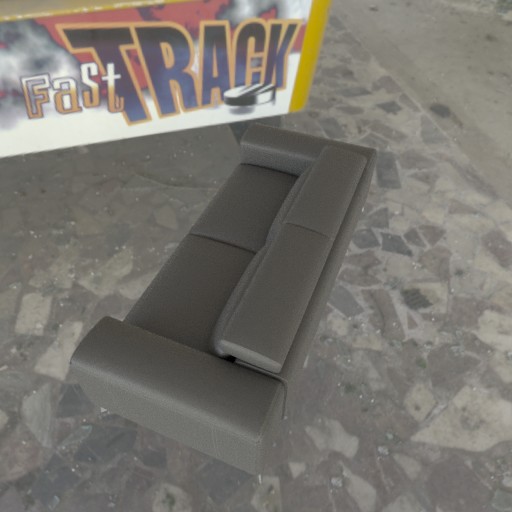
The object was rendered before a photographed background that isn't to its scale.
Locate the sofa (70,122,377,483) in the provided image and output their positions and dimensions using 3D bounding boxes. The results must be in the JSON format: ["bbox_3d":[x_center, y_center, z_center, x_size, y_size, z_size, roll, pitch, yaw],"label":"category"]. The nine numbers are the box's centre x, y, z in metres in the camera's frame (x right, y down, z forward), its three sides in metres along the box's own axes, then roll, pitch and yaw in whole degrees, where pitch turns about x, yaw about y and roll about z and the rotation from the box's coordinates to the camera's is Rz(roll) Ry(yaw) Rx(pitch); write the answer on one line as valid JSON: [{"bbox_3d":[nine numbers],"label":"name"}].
[{"bbox_3d":[0.000,0.000,2.830,1.023,0.759,2.321,17,50,15],"label":"sofa"}]
